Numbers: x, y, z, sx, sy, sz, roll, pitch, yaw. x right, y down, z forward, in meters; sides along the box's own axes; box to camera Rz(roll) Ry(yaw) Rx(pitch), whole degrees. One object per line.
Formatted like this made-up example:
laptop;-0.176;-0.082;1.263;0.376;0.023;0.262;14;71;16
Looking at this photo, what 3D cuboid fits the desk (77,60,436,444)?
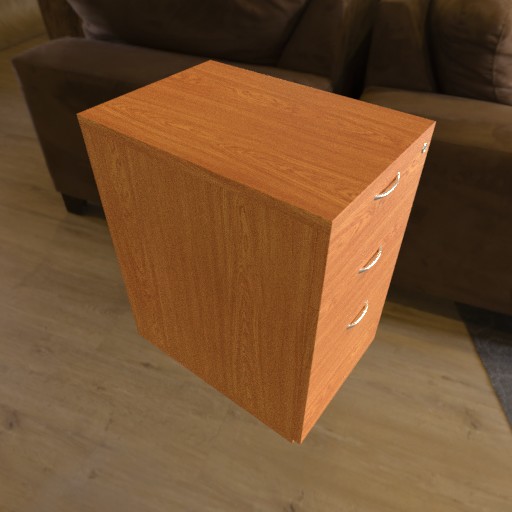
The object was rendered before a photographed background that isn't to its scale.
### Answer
desk;0.000;0.000;1.119;0.600;0.730;0.404;27;48;27
